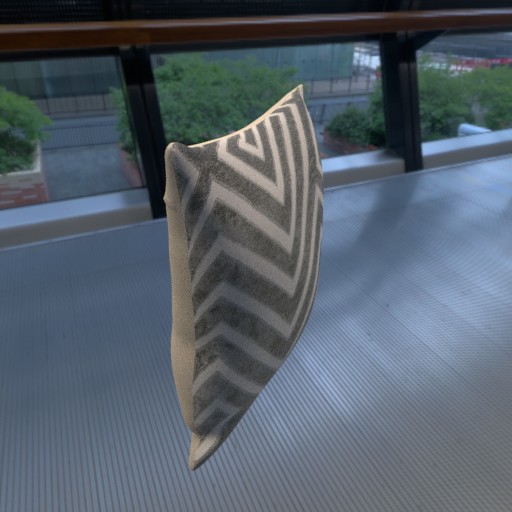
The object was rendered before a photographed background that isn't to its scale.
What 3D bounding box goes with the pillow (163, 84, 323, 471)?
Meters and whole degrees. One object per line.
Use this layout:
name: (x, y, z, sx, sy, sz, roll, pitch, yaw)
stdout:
pillow: (0.000, 0.000, 0.664, 0.182, 0.441, 0.440, 11, 31, 18)
